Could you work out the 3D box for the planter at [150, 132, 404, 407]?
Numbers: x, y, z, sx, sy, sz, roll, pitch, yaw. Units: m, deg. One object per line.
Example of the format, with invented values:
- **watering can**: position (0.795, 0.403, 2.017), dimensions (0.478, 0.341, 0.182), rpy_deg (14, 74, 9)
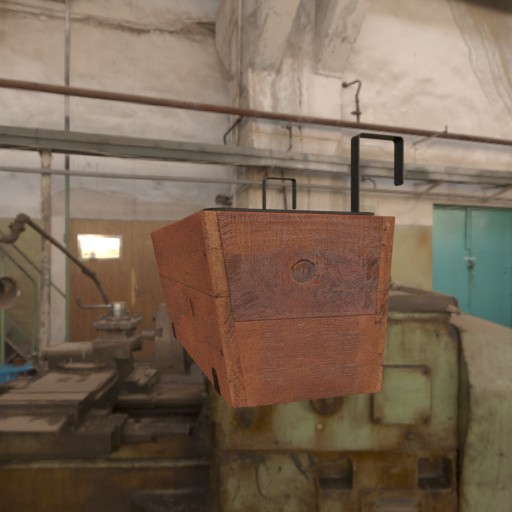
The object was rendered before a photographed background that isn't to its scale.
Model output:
- **planter**: position (0.000, 0.000, 0.653), dimensions (0.262, 0.289, 0.480), rpy_deg (0, 1, -18)
